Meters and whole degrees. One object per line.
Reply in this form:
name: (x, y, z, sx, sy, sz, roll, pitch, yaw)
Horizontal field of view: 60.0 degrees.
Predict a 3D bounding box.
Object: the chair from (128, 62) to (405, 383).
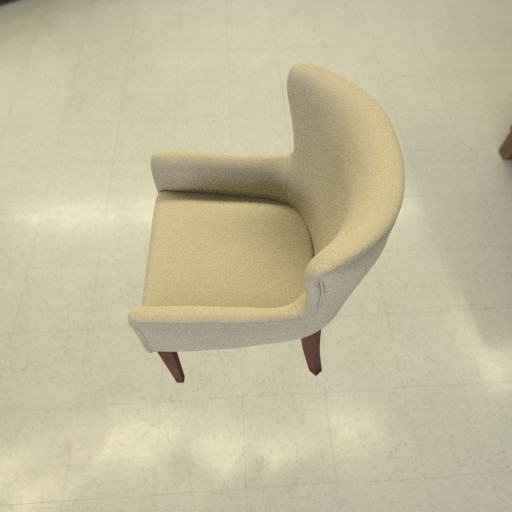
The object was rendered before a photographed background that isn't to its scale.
chair: (0.000, 0.000, 1.419, 0.686, 0.952, 0.660, -1, 59, 0)
